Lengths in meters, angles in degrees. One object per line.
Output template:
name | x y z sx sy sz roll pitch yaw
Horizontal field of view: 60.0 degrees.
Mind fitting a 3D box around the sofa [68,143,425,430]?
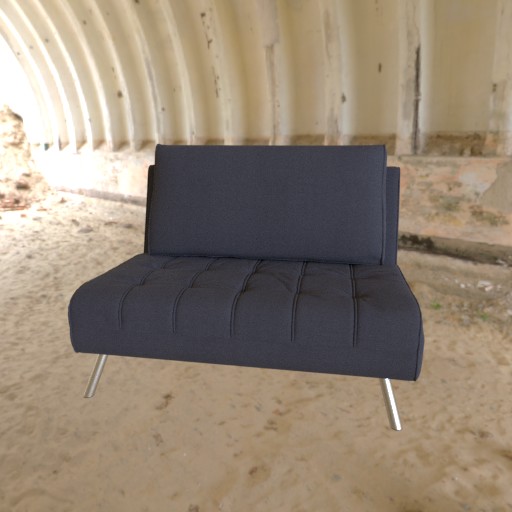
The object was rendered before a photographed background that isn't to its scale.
sofa | 0.000 0.000 1.852 1.220 0.910 0.910 2 14 10
